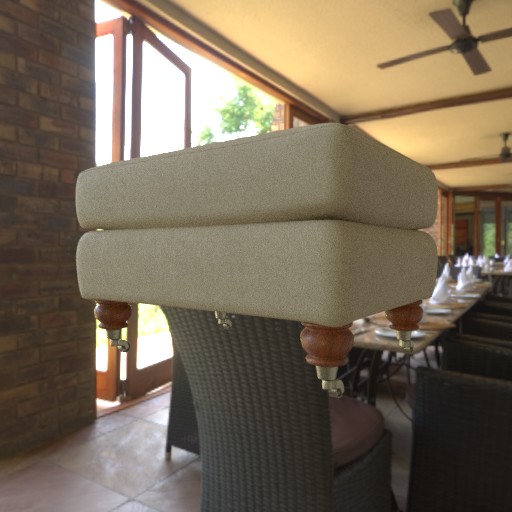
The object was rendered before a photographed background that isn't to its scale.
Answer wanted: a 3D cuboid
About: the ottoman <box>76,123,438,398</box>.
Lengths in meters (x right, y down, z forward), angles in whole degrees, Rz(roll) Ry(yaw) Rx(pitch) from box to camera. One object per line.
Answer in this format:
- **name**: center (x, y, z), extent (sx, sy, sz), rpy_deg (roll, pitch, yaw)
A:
- **ottoman**: center (0.000, 0.000, 1.125), extent (0.773, 0.504, 0.569), rpy_deg (0, 1, 36)
